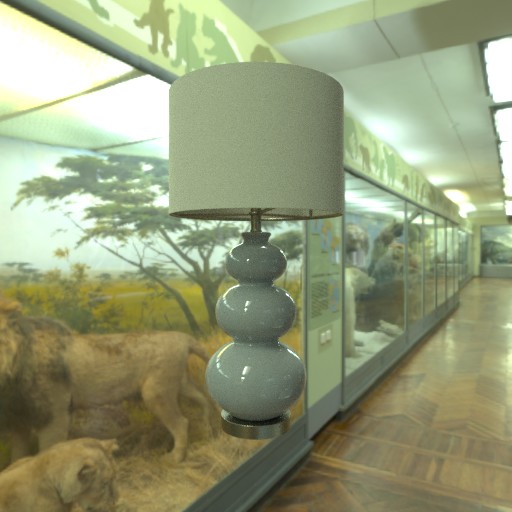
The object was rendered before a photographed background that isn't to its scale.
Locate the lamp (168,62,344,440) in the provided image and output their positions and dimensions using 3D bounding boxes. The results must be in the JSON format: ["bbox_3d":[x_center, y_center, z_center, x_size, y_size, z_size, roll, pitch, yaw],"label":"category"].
[{"bbox_3d":[0.000,0.000,0.951,0.367,0.730,0.367,0,1,-1],"label":"lamp"}]
